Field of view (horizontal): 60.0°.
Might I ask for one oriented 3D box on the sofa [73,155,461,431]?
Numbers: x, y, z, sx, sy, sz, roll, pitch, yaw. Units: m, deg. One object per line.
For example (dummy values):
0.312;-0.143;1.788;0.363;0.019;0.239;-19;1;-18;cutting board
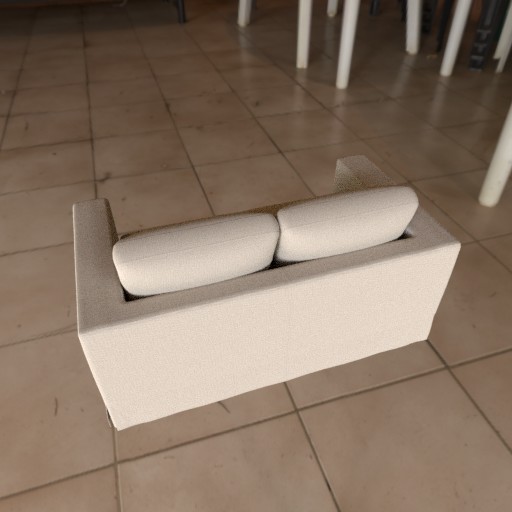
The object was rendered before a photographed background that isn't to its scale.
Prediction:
0.000;0.000;2.419;1.813;0.932;1.009;-12;42;-14;sofa
